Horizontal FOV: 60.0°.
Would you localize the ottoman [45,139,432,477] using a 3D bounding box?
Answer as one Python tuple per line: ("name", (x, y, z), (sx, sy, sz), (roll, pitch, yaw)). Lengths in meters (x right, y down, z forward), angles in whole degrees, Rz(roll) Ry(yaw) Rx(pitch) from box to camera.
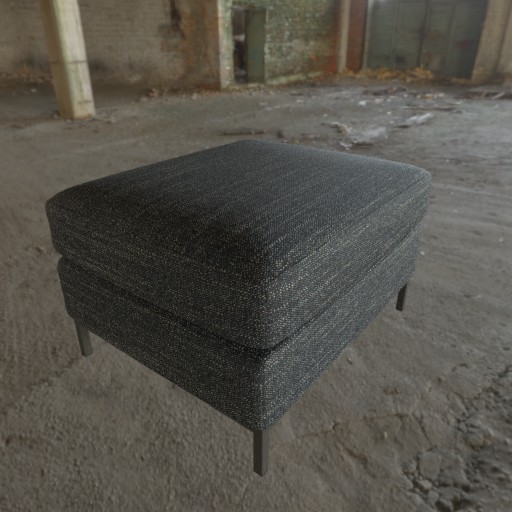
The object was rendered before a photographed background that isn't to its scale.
("ottoman", (0.000, 0.000, 1.208), (0.667, 0.491, 0.814), (19, 32, 33))
